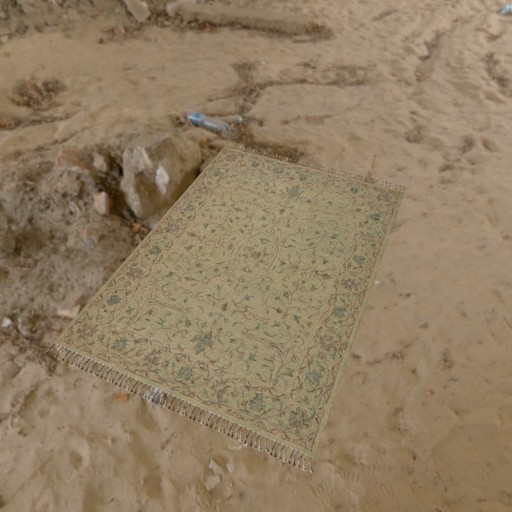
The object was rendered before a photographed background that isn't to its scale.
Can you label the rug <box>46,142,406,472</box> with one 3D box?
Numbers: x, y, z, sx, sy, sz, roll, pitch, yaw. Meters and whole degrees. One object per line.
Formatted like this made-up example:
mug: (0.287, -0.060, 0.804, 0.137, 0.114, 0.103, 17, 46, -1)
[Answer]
rug: (0.000, 0.000, 2.326, 1.247, 0.008, 1.802, 18, 50, 16)
